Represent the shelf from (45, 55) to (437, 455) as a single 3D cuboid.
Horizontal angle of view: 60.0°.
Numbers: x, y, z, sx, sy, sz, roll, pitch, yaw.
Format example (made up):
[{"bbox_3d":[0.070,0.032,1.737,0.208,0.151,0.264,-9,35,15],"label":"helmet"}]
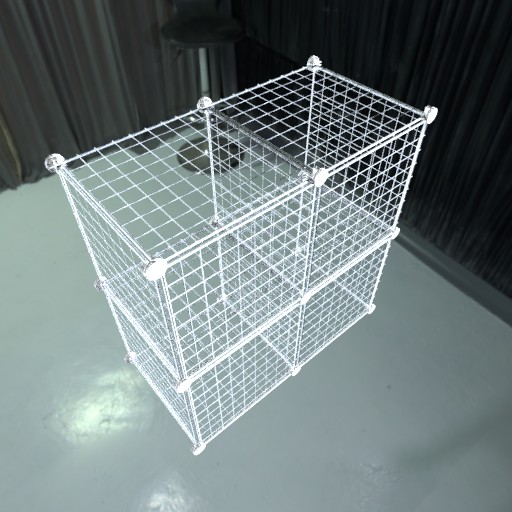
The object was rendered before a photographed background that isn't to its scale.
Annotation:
[{"bbox_3d":[0.000,0.000,1.123,0.711,0.711,0.356,-32,54,-27],"label":"shelf"}]
